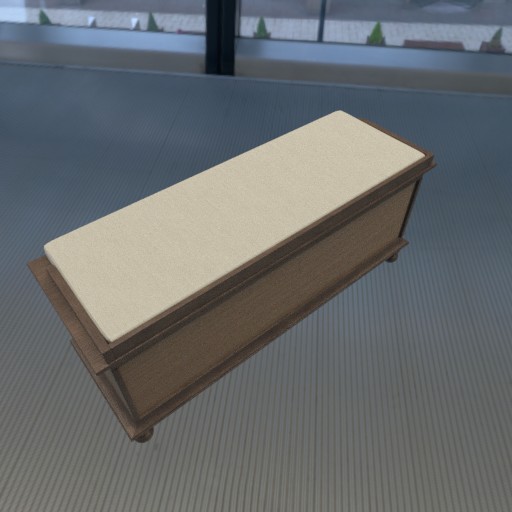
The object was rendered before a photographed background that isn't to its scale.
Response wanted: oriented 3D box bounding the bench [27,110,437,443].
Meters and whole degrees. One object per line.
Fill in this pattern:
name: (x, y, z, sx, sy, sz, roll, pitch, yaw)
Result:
bench: (0.000, 0.000, 1.428, 1.185, 0.501, 0.402, -31, 54, -26)
